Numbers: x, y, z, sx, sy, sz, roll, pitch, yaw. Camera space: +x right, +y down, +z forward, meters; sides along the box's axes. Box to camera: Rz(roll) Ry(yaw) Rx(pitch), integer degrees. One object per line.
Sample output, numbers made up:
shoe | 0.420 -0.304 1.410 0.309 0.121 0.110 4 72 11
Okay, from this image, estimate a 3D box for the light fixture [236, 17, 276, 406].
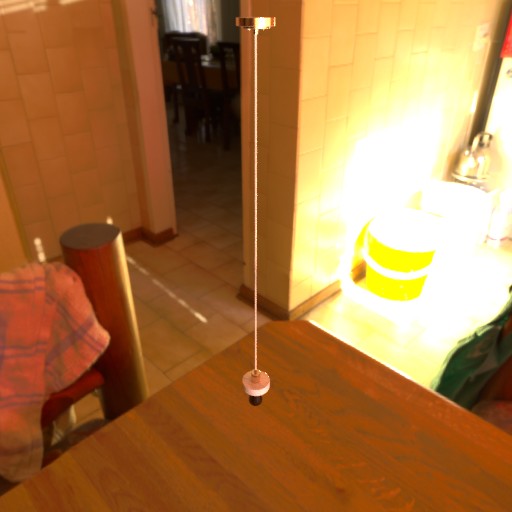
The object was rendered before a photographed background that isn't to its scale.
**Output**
light fixture | 0.000 0.000 1.760 0.129 1.669 0.129 7 31 13
